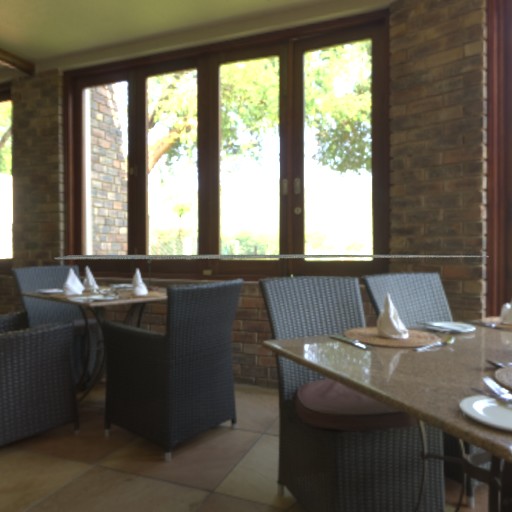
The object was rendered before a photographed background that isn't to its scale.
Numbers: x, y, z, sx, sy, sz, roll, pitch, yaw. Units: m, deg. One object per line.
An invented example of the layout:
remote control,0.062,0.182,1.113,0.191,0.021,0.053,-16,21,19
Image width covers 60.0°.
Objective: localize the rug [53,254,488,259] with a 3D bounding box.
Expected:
rug,0.000,0.000,2.296,1.827,0.005,1.229,0,1,-20
